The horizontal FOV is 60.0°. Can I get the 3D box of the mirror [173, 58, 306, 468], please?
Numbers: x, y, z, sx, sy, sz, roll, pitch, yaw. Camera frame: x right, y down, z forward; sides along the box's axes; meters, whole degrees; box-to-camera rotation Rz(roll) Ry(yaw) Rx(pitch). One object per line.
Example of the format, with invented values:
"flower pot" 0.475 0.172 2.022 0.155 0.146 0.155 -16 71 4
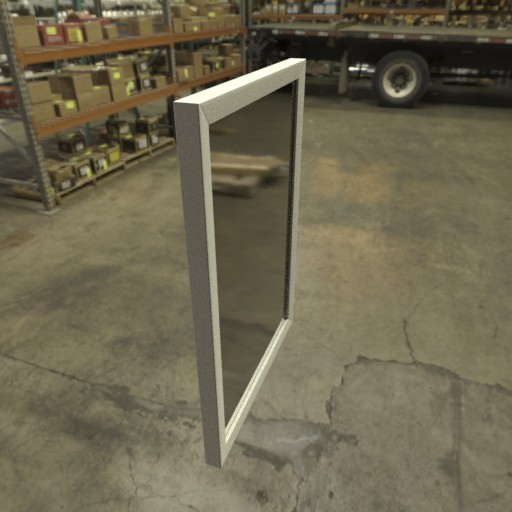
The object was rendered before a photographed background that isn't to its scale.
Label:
"mirror" 0.000 0.000 0.928 0.040 0.710 0.507 11 32 18
